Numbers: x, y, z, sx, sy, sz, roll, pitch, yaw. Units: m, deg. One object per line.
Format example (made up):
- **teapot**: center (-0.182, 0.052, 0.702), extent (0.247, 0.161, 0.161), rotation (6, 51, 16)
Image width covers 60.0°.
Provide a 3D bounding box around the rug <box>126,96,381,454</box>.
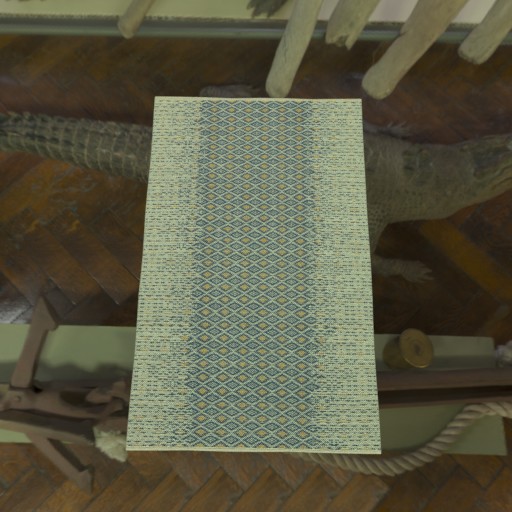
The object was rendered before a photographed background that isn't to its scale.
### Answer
- **rug**: center (0.000, 0.000, 2.989), extent (1.541, 0.008, 2.448), rotation (1, 75, 0)
